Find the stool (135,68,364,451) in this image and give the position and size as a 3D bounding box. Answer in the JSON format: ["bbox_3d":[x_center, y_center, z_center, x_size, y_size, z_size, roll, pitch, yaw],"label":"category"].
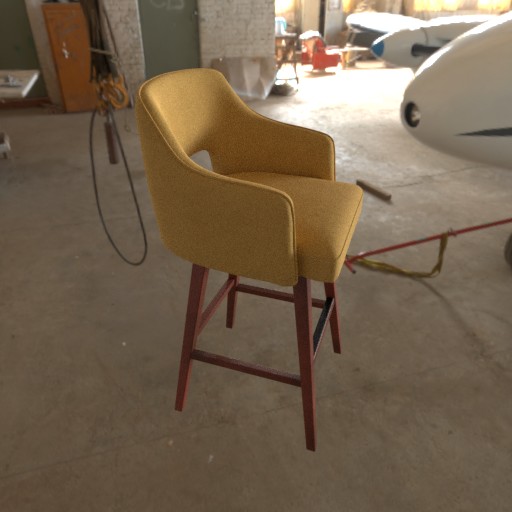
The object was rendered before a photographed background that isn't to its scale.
[{"bbox_3d":[0.000,0.000,1.352,0.558,1.012,0.548,10,32,16],"label":"stool"}]
